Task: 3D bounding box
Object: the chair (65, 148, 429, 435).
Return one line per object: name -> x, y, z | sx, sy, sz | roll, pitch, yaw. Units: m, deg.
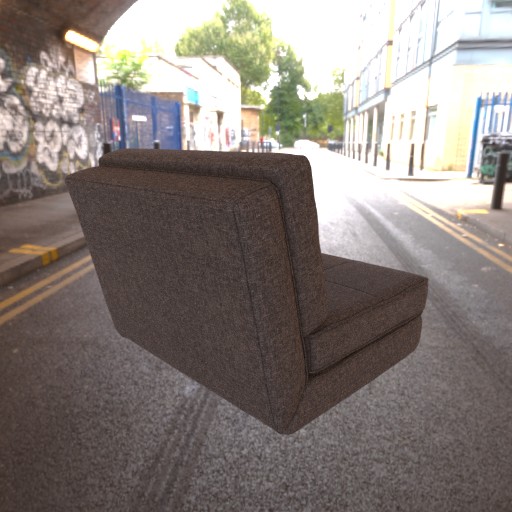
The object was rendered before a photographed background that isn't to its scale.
chair -> 0.000, 0.000, 1.307 | 0.800, 0.615, 0.740 | -14, 20, -43
